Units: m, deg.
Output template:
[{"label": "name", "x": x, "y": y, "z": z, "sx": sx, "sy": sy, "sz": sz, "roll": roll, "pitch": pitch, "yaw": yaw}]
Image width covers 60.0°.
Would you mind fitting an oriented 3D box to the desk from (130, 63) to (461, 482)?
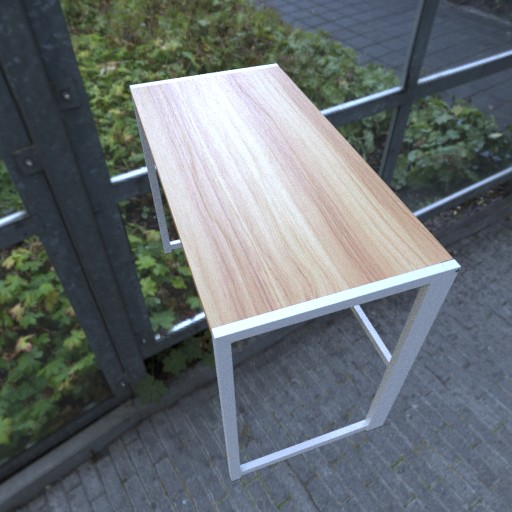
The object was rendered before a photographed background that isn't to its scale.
[{"label": "desk", "x": 0.000, "y": 0.000, "z": 1.425, "sx": 0.508, "sy": 0.762, "sz": 1.016, "roll": -14, "pitch": 48, "yaw": -13}]
